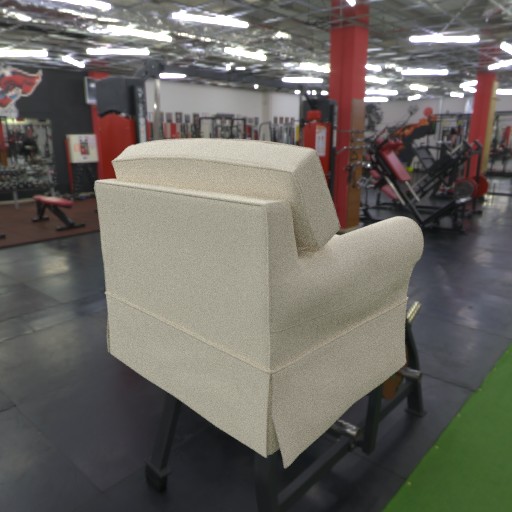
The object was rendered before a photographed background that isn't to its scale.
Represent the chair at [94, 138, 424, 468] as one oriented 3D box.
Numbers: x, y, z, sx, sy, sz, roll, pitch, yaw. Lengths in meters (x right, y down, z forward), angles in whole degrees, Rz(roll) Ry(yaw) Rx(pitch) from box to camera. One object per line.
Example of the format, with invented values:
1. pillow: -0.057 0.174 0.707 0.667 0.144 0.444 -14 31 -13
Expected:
1. chair: 0.000 0.000 1.865 1.099 0.958 0.904 14 20 42
